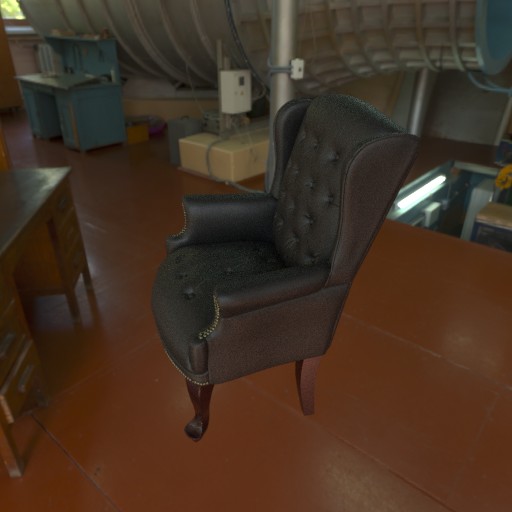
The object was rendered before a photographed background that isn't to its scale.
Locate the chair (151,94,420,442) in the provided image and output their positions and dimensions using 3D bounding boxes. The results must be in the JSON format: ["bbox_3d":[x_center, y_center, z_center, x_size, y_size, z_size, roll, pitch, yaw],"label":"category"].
[{"bbox_3d":[0.000,0.000,1.694,0.822,1.133,0.831,-7,30,-13],"label":"chair"}]
